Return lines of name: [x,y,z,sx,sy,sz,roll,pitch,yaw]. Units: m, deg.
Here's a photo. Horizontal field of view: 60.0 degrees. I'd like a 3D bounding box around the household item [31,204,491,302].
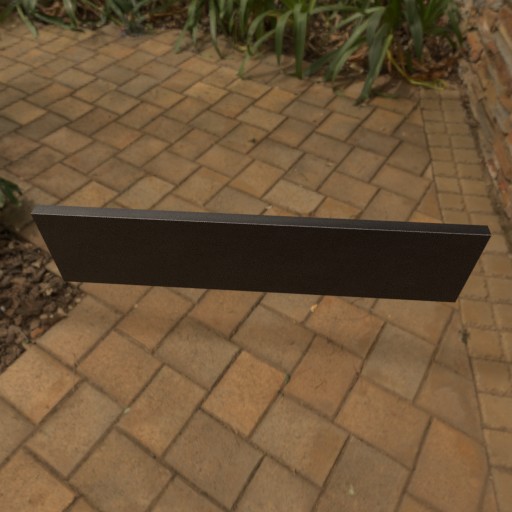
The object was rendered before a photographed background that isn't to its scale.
household item: [0.000,0.000,1.057,1.001,0.236,0.030,3,47,3]
